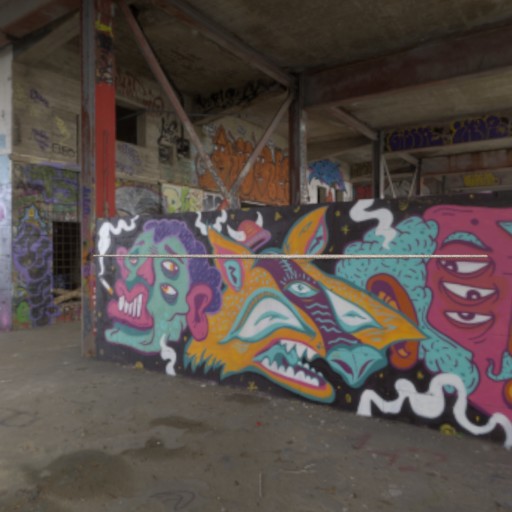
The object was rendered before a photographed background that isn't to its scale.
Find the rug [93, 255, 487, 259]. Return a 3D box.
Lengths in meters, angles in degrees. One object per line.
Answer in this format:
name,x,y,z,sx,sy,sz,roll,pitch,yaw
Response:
rug,0.000,0.000,3.084,1.524,0.015,2.438,0,0,-36
